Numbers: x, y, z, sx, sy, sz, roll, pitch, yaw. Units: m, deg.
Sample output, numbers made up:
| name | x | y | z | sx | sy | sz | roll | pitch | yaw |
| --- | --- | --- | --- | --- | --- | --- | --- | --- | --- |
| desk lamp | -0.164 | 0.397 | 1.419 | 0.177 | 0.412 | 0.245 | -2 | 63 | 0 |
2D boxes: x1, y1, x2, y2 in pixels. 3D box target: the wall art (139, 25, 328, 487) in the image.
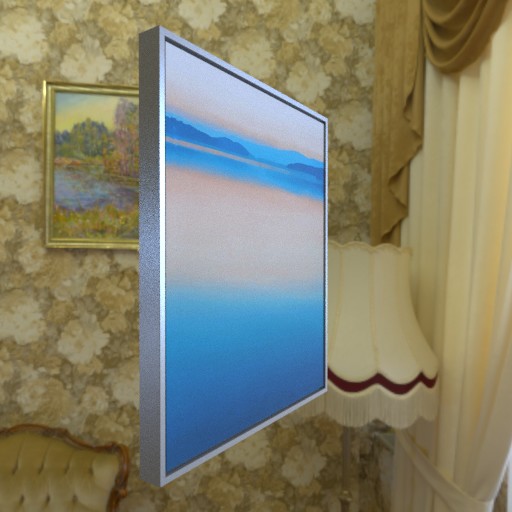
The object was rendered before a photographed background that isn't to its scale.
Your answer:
| name | x | y | z | sx | sy | sz | roll | pitch | yaw |
| --- | --- | --- | --- | --- | --- | --- | --- | --- | --- |
| wall art | 0.000 | 0.000 | 0.726 | 0.037 | 0.554 | 0.453 | 0 | 1 | 35 |
